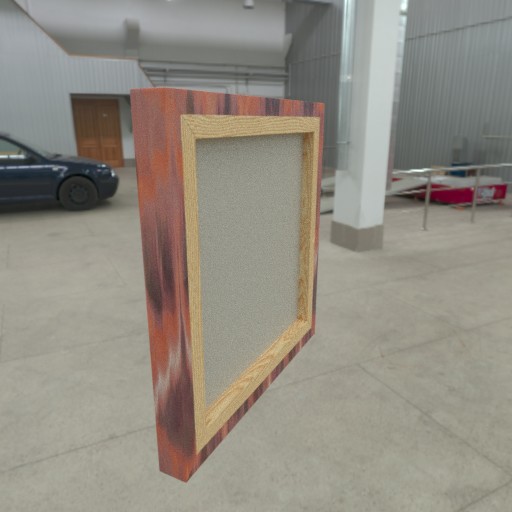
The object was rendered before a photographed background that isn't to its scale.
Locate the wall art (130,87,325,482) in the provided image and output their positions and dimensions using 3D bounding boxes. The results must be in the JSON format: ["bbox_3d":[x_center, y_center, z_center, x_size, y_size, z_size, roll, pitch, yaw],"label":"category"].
[{"bbox_3d":[0.000,0.000,0.605,0.038,0.406,0.403,9,19,26],"label":"wall art"}]
